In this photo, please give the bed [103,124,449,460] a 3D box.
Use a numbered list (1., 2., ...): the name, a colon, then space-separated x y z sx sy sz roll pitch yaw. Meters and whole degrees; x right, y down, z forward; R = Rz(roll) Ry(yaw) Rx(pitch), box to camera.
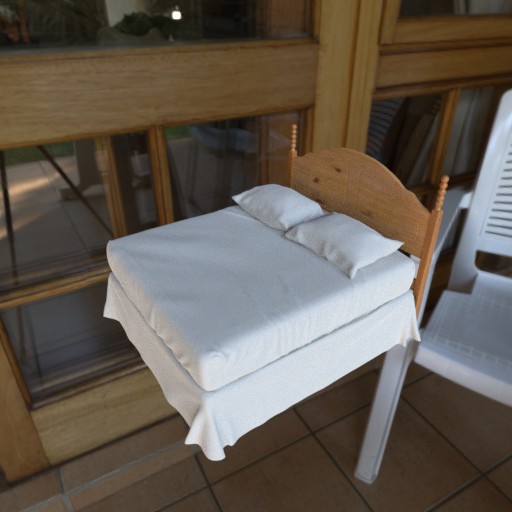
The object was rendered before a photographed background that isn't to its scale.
1. bed: 0.000 0.000 3.370 2.040 1.356 1.873 -20 36 -29
